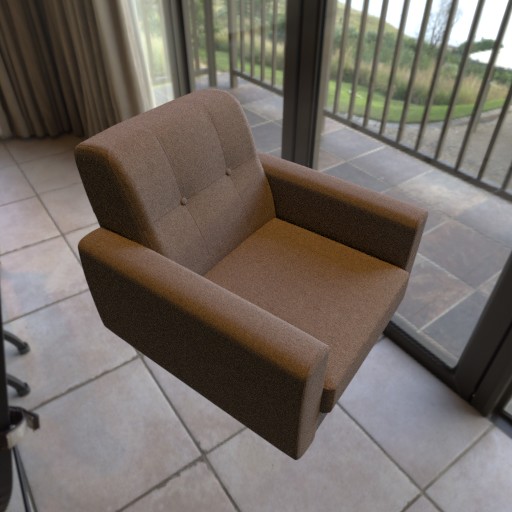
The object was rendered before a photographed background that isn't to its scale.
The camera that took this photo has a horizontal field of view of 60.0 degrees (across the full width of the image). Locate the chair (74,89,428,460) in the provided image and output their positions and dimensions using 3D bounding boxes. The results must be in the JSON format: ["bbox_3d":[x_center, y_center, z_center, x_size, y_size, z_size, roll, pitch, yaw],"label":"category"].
[{"bbox_3d":[0.000,0.000,1.510,0.907,0.839,0.831,25,46,26],"label":"chair"}]
